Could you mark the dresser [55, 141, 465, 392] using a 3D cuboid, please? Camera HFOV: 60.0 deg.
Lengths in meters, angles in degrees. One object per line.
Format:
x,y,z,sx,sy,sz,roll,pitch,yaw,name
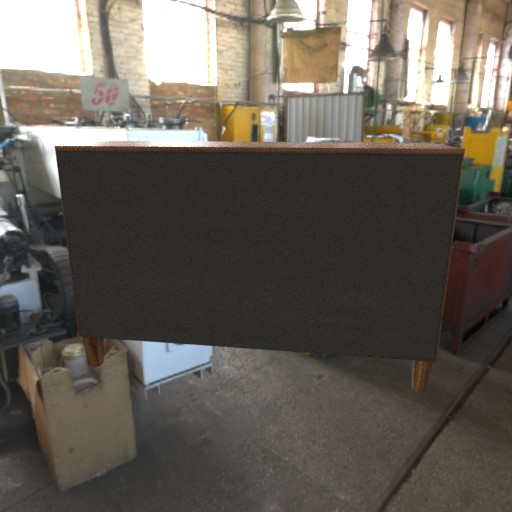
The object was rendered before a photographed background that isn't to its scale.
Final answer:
0.000,0.000,1.820,1.387,0.892,0.438,2,17,8,dresser
